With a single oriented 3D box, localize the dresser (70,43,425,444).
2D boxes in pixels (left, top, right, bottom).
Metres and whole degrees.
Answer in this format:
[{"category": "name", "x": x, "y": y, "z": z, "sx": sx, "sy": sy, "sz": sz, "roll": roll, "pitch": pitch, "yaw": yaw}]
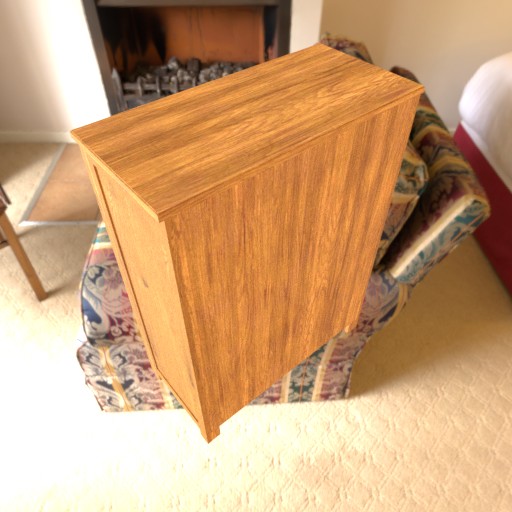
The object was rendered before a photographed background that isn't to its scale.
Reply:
[{"category": "dresser", "x": 0.000, "y": 0.000, "z": 1.968, "sx": 1.081, "sy": 1.431, "sz": 0.558, "roll": -31, "pitch": 53, "yaw": -26}]
